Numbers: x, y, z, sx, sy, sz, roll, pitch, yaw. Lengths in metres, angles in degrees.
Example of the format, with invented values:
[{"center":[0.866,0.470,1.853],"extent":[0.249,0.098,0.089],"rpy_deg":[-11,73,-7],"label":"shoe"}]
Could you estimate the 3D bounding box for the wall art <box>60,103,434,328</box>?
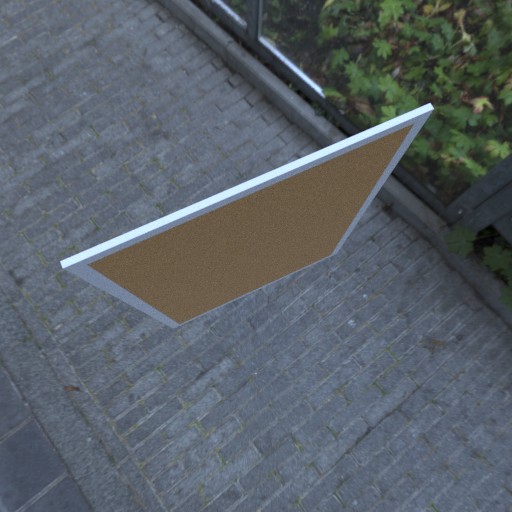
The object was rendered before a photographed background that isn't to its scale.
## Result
[{"center":[0.000,0.000,1.170],"extent":[0.659,0.940,0.013],"rpy_deg":[-24,76,-6],"label":"wall art"}]
